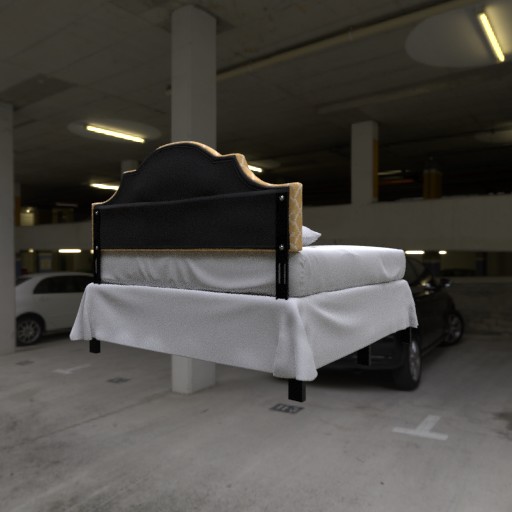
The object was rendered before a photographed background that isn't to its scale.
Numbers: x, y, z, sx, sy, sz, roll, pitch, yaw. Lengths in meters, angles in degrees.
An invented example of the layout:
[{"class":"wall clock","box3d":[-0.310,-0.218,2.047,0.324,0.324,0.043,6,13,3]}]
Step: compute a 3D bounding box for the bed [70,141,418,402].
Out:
[{"class":"bed","box3d":[0.000,0.000,3.871,2.314,1.601,2.222,1,1,36]}]
